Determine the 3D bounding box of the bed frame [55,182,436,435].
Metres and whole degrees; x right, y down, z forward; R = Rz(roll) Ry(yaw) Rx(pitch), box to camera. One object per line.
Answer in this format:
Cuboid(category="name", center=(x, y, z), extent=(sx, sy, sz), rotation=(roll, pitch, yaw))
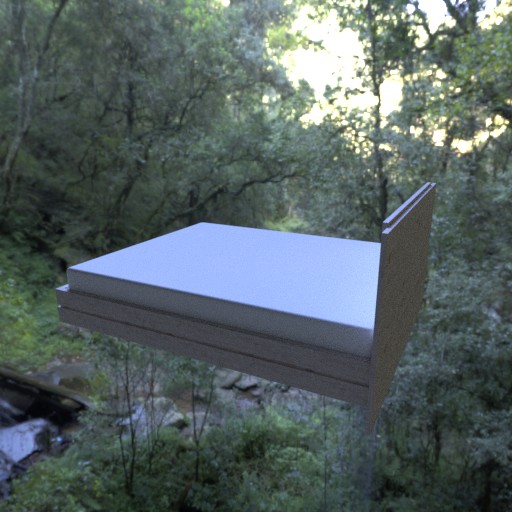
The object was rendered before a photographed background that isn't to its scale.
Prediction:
Cuboid(category="bed frame", center=(0.000, 0.000, 3.099), extent=(2.080, 0.970, 1.750), rotation=(8, 19, 26))
